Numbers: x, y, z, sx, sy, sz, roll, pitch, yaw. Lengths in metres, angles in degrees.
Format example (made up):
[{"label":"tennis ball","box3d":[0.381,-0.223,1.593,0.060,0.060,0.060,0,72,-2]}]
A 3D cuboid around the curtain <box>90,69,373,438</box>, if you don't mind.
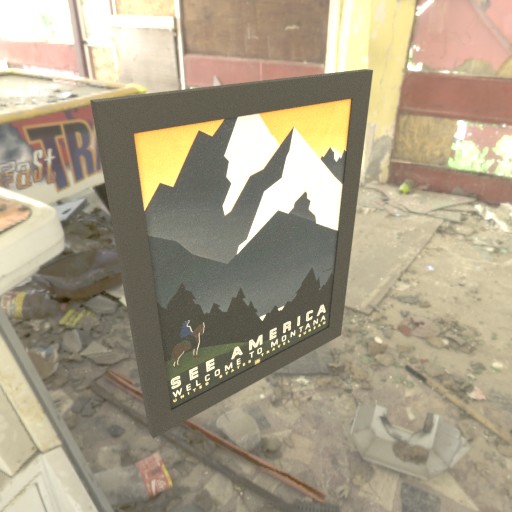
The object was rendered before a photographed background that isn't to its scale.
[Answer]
[{"label":"curtain","box3d":[0.000,0.000,0.792,0.483,0.585,0.027,-20,35,-31]}]
